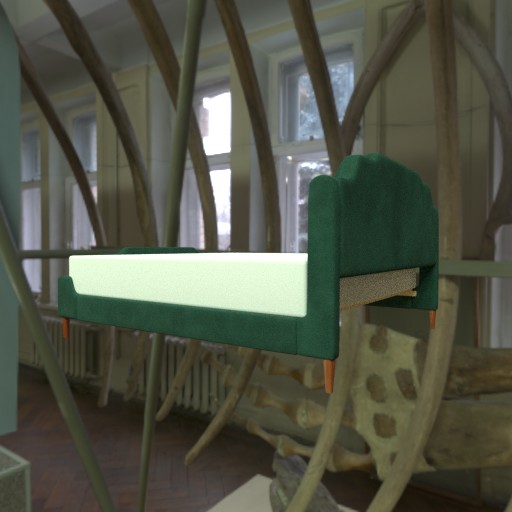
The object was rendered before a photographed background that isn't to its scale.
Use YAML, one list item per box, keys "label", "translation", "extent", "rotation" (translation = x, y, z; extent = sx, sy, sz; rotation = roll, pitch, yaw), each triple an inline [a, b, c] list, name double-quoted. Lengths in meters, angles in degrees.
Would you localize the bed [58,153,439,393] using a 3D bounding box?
- label: "bed"
  translation: [0.000, 0.000, 3.577]
  extent: [2.340, 1.245, 2.074]
  rotation: [1, 1, 35]
